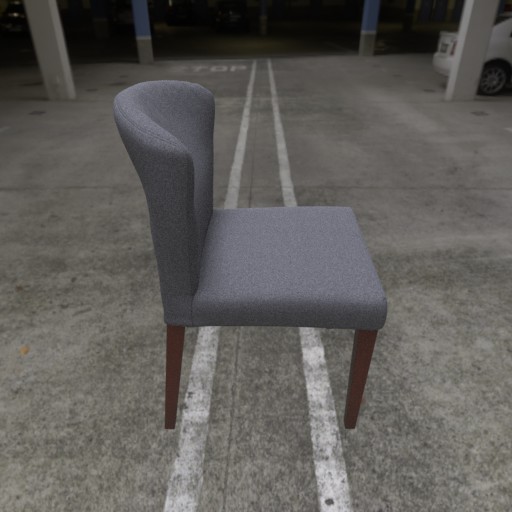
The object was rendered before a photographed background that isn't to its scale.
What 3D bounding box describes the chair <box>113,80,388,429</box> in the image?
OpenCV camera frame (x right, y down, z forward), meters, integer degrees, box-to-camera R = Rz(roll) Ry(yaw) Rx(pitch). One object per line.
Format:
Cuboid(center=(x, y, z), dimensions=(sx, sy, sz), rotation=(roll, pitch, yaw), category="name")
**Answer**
Cuboid(center=(0.000, 0.000, 1.167), dimensions=(0.592, 0.839, 0.491), rotation=(0, 32, 0), category="chair")
